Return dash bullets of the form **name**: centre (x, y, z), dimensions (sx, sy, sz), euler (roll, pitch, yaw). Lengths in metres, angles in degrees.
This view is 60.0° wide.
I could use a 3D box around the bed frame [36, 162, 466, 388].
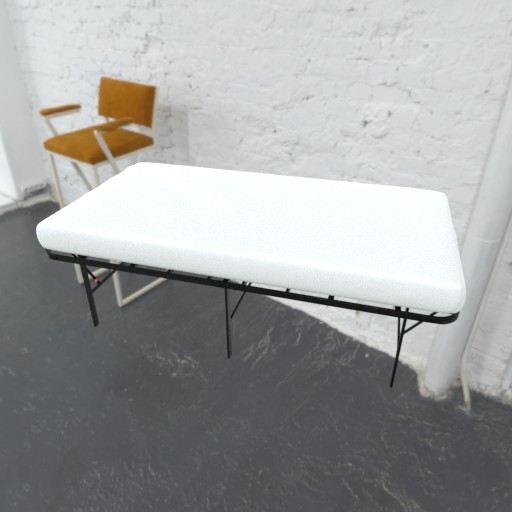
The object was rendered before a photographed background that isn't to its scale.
- **bed frame**: centre (0.000, 0.000, 2.366), dimensions (1.903, 0.619, 0.989), euler (8, 31, 14)
